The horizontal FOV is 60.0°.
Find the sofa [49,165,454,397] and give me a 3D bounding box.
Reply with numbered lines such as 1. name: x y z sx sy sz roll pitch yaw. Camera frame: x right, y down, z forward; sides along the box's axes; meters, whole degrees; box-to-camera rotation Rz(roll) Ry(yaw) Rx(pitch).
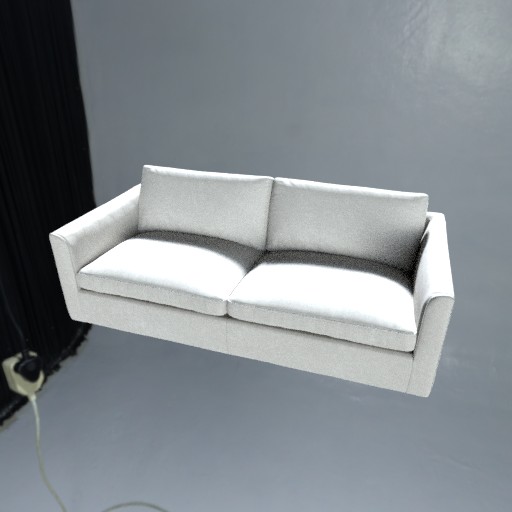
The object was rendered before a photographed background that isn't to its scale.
1. sofa: 0.000 0.000 2.846 2.588 0.838 1.090 9 28 17
